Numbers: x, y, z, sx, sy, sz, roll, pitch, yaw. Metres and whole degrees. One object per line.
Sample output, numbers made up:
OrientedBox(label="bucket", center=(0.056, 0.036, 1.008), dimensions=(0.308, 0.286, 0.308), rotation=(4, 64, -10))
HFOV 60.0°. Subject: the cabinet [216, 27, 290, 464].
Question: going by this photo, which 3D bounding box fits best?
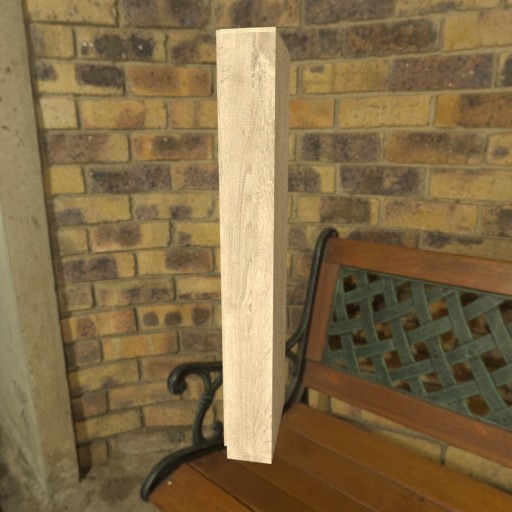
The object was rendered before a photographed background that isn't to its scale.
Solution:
OrientedBox(label="cabinet", center=(0.000, 0.000, 2.030), dimensions=(0.230, 1.790, 0.500), rotation=(3, 14, 10))
